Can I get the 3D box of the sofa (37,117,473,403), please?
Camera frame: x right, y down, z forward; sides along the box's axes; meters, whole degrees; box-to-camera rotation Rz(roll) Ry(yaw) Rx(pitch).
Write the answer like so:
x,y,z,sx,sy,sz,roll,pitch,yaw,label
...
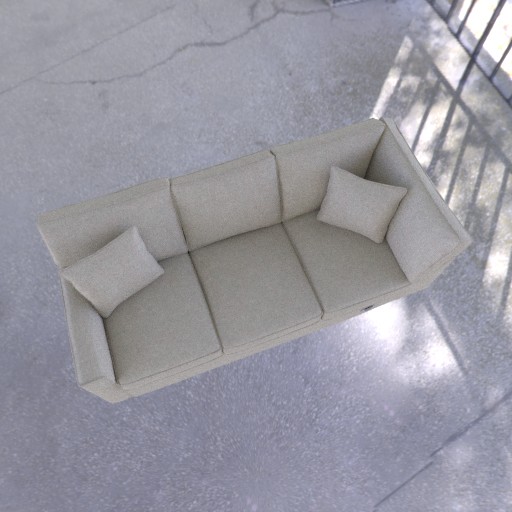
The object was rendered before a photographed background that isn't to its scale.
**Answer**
x,y,z,sx,sy,sz,roll,pitch,yaw,label
0.000,0.000,2.816,2.317,0.962,1.061,-18,65,-9,sofa
